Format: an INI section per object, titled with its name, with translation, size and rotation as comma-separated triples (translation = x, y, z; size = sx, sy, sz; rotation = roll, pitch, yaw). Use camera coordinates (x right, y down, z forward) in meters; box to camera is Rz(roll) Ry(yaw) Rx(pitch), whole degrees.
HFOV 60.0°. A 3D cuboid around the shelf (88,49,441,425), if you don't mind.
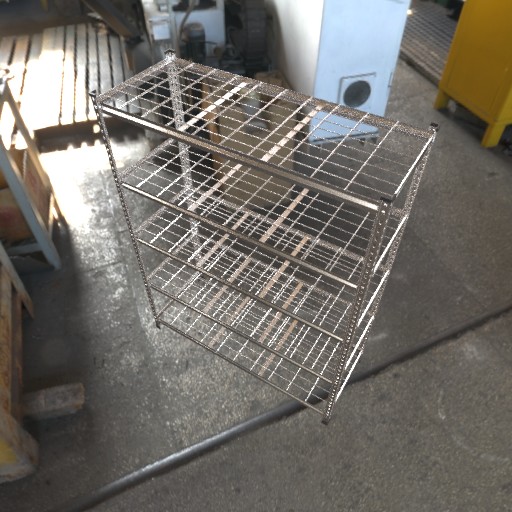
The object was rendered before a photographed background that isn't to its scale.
[shelf]
translation = 0.000, 0.000, 2.747
size = 1.524, 1.981, 0.610
rotation = 24, 51, 21
